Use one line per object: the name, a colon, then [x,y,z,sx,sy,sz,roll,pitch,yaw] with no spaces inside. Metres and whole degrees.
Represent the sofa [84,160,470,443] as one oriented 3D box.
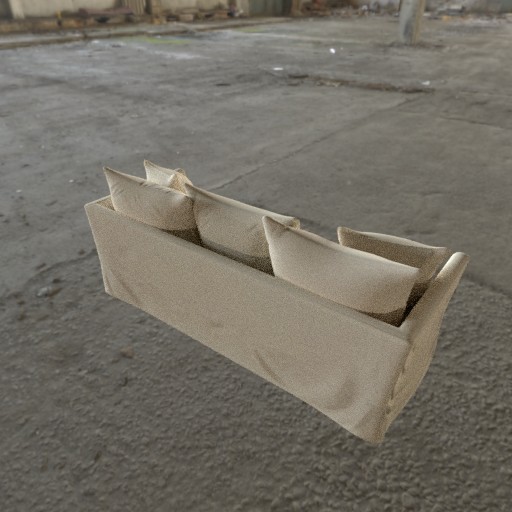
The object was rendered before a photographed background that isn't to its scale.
sofa: [0.000,0.000,3.076,2.484,1.042,1.030,21,37,31]
